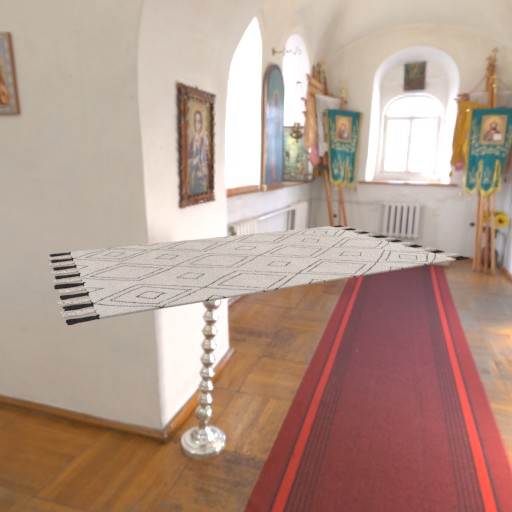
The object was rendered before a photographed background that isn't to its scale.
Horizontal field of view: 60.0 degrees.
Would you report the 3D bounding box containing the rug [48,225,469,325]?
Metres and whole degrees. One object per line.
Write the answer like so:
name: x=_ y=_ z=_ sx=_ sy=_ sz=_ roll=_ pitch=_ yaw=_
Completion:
rug: x=0.000 y=0.000 z=3.275 sx=2.755 sy=0.021 sz=1.524 roll=-7 pitch=16 yaw=-26
